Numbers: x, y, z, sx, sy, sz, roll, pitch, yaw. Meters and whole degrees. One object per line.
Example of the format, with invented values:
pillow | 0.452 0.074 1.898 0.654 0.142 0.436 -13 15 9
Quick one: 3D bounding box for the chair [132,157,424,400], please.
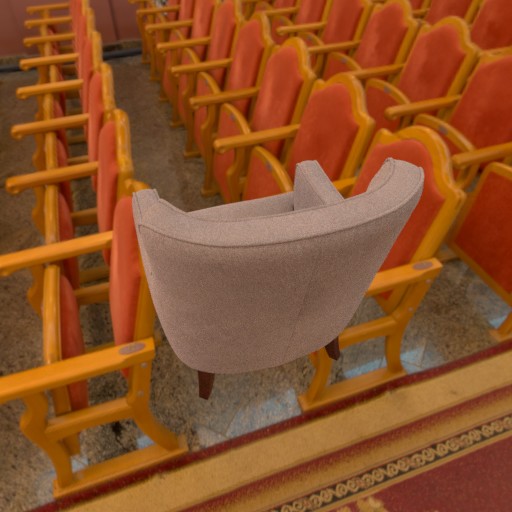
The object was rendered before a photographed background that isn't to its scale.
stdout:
chair | 0.000 0.000 1.600 0.781 0.919 0.910 -13 43 -14
